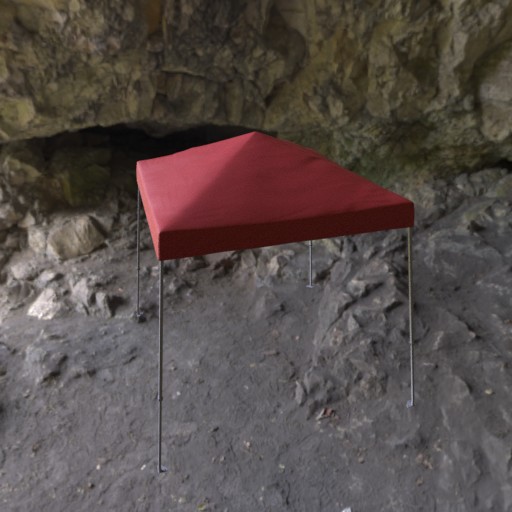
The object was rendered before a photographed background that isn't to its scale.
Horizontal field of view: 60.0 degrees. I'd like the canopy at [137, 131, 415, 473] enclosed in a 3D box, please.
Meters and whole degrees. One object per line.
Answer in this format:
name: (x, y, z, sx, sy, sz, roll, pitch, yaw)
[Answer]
canopy: (0.000, 0.000, 5.186, 2.849, 2.849, 2.848, -8, 27, -16)
